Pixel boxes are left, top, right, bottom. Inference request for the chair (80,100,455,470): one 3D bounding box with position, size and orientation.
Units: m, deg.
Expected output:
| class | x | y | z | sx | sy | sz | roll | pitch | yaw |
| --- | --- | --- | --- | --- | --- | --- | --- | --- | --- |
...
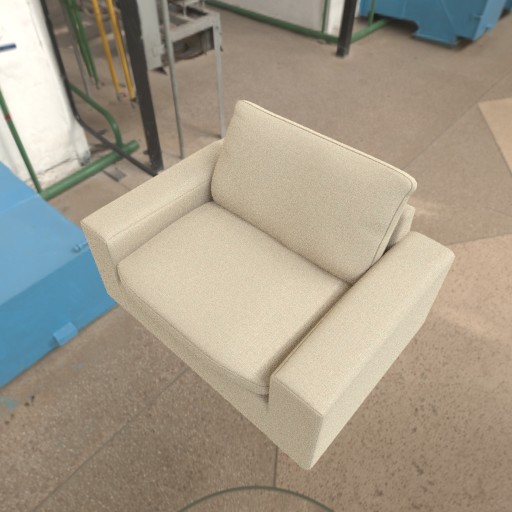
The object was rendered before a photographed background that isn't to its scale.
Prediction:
| class | x | y | z | sx | sy | sz | roll | pitch | yaw |
| --- | --- | --- | --- | --- | --- | --- | --- | --- | --- |
| chair | 0.000 | 0.000 | 2.038 | 1.398 | 0.915 | 1.039 | 33 | 55 | 27 |
